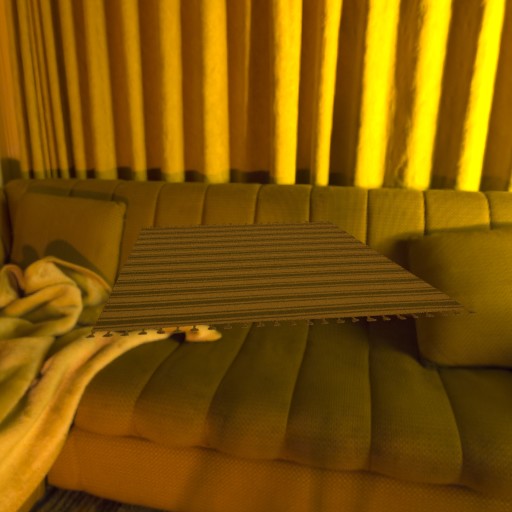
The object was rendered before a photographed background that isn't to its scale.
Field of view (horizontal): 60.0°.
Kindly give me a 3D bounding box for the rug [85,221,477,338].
[{"bbox_3d":[0.000,0.000,4.214,2.439,0.005,3.201,-2,16,-8],"label":"rug"}]
